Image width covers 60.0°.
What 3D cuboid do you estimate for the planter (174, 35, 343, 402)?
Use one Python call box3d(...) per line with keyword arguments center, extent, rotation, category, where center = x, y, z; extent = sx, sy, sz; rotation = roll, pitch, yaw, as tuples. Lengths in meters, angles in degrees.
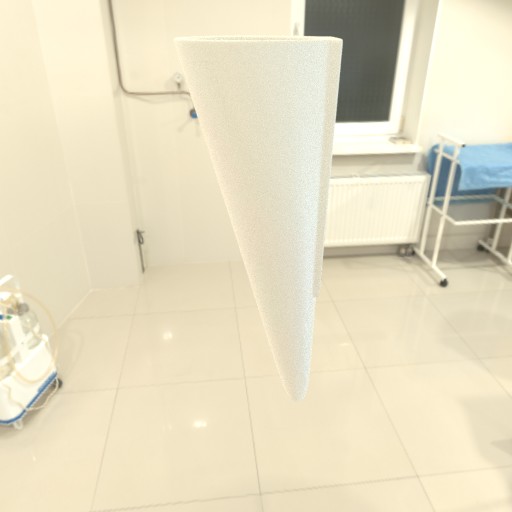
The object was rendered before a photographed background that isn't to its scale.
box3d(center=(0.000, 0.000, 0.219), extent=(0.064, 0.193, 0.057), rotation=(0, 28, 0), category="planter")
